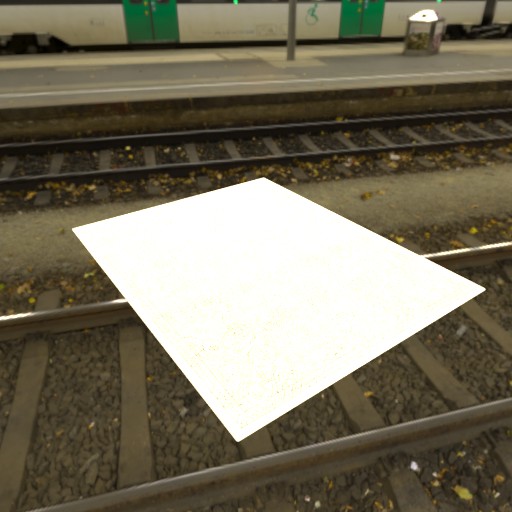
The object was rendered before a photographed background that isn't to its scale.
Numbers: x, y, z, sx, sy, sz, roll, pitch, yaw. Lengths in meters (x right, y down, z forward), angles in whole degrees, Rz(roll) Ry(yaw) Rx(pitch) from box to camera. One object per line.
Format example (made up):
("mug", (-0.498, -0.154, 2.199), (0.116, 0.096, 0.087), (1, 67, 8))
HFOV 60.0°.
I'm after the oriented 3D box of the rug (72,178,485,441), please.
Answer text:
("rug", (0.000, 0.000, 4.076), (2.441, 0.015, 3.050), (-20, 37, -30))
